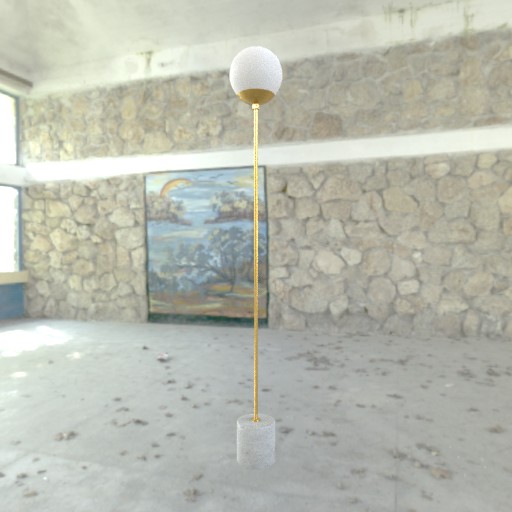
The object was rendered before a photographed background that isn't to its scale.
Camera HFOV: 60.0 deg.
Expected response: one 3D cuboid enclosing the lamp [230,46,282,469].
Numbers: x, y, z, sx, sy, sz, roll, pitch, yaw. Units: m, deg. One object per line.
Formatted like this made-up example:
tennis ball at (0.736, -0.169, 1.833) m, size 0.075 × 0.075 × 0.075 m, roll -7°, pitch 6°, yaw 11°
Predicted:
lamp at (0.000, 0.000, 1.887) m, size 0.224 × 1.753 × 0.224 m, roll 0°, pitch 1°, yaw 19°
